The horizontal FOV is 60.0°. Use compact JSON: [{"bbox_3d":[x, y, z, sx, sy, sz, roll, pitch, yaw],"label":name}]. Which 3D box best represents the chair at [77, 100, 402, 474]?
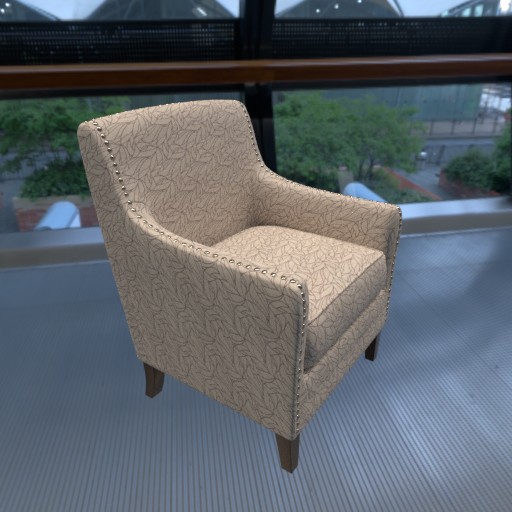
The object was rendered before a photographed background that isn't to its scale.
[{"bbox_3d":[0.000,0.000,1.300,0.651,0.816,0.623,17,30,31],"label":"chair"}]
